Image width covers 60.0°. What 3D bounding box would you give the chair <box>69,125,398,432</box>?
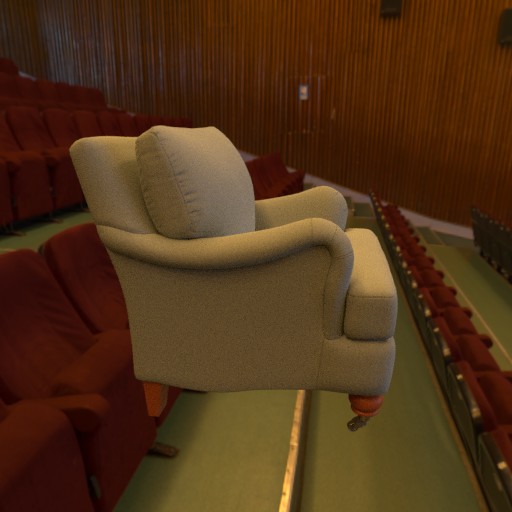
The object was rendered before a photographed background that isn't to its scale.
[{"bbox_3d":[0.000,0.000,1.847,1.070,1.038,0.955,3,16,10],"label":"chair"}]
